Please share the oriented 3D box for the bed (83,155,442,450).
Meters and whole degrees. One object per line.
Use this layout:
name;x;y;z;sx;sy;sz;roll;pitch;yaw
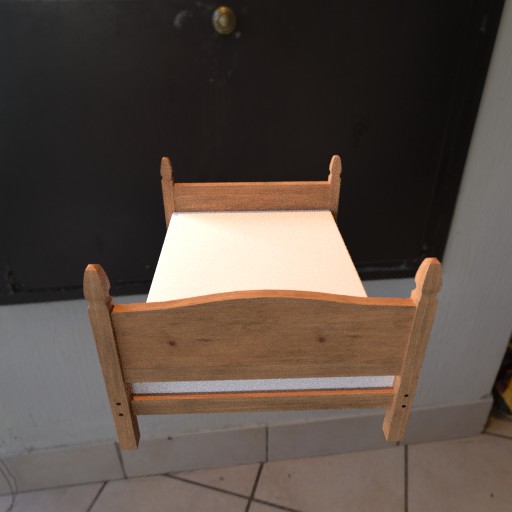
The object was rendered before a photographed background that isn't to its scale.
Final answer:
bed;0.000;0.000;2.942;1.490;1.100;2.069;-1;30;-2
